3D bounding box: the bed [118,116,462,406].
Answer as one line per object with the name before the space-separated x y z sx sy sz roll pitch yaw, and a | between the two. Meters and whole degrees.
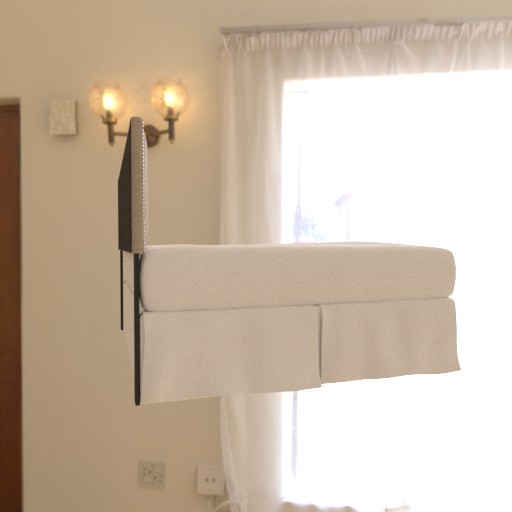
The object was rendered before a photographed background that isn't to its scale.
bed | 0.000 0.000 3.323 1.914 1.346 2.170 0 1 -19
